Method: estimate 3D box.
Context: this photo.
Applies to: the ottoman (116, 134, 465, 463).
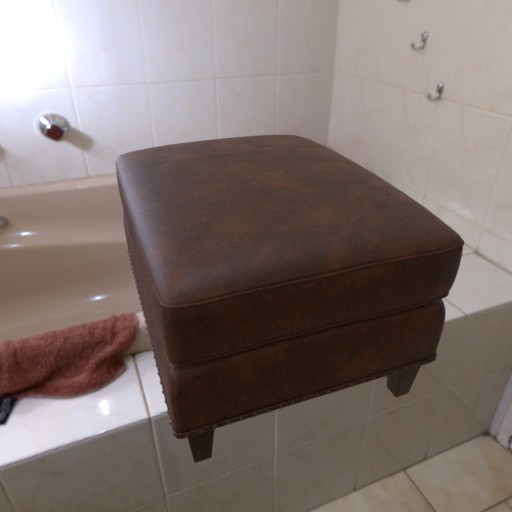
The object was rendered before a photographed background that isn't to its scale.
[{"bbox_3d":[0.000,0.000,1.110,0.586,0.486,0.742,-11,32,-18],"label":"ottoman"}]
